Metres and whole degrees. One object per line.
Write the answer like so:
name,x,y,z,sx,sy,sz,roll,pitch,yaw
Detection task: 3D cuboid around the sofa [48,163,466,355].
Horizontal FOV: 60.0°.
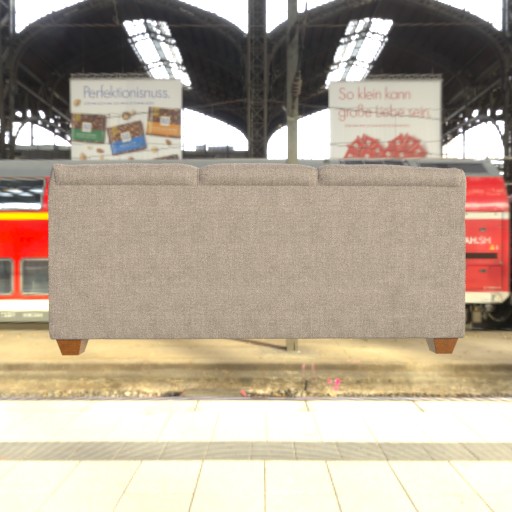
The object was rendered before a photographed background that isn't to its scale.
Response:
sofa,0.000,0.000,2.600,2.024,0.958,0.997,0,0,-1
